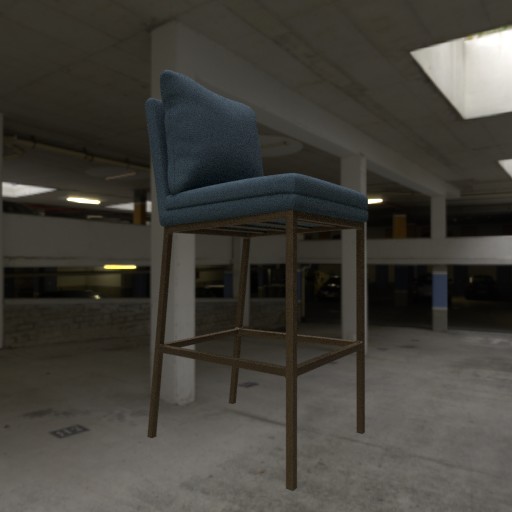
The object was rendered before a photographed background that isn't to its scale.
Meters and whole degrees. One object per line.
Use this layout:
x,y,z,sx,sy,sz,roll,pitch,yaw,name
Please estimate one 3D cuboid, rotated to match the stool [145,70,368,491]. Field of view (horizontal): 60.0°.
0.000,0.000,1.396,0.568,1.124,0.463,0,-1,36,stool
